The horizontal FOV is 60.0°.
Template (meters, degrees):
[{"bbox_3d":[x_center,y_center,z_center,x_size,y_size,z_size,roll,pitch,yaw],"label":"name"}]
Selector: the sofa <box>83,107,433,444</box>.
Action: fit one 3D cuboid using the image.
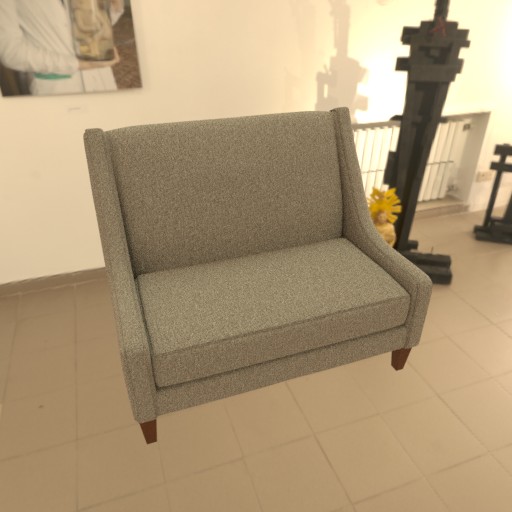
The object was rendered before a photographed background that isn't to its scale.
[{"bbox_3d":[0.000,0.000,1.922,1.242,1.026,0.862,-11,32,-17],"label":"sofa"}]
